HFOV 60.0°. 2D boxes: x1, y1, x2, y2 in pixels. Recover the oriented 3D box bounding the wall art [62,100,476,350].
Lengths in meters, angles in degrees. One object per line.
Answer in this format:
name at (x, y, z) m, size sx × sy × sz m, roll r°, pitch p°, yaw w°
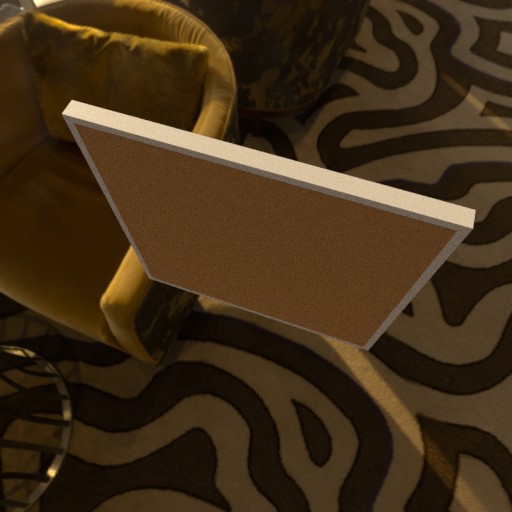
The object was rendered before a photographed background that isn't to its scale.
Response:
wall art at (0.000, 0.000, 1.126) m, size 0.762 × 0.762 × 0.038 m, roll 17°, pitch 64°, yaw 9°
